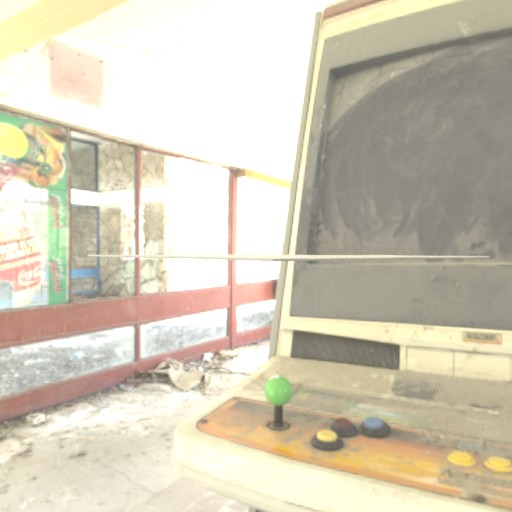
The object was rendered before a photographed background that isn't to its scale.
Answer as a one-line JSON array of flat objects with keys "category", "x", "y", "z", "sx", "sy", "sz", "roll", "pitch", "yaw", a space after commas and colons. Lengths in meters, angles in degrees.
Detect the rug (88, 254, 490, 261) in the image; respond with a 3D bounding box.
[{"category": "rug", "x": 0.000, "y": 0.000, "z": 2.336, "sx": 1.231, "sy": 0.012, "sz": 1.835, "roll": 0, "pitch": 1, "yaw": -36}]
